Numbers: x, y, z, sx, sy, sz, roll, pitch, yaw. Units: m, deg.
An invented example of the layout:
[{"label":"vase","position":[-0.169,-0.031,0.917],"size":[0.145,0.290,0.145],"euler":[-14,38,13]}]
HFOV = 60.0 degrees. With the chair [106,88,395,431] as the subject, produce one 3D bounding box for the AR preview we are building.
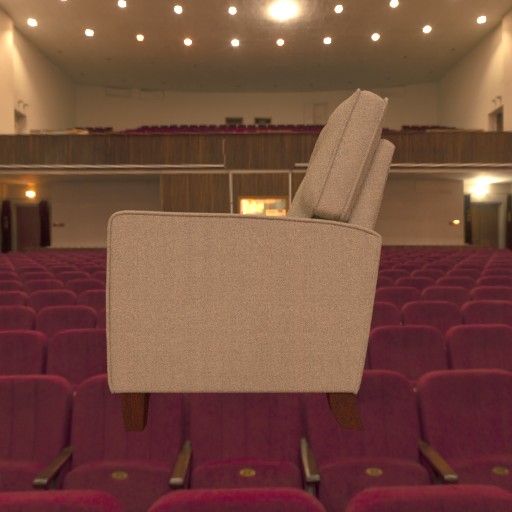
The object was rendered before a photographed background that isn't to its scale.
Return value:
[{"label":"chair","position":[0.000,0.000,1.418],"size":[0.754,0.888,0.648],"euler":[0,0,0]}]
